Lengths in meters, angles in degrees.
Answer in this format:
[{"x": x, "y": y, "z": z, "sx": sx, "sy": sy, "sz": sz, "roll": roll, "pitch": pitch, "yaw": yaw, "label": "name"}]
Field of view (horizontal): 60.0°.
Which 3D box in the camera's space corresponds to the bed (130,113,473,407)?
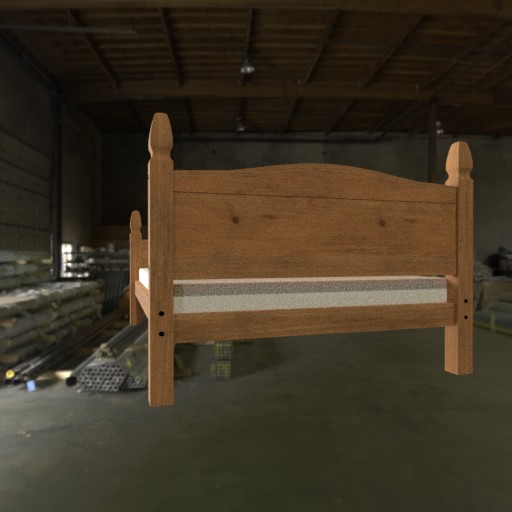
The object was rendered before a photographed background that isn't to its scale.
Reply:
[{"x": 0.000, "y": 0.000, "z": 2.843, "sx": 1.490, "sy": 1.100, "sz": 2.069, "roll": 0, "pitch": 0, "yaw": -18, "label": "bed"}]
